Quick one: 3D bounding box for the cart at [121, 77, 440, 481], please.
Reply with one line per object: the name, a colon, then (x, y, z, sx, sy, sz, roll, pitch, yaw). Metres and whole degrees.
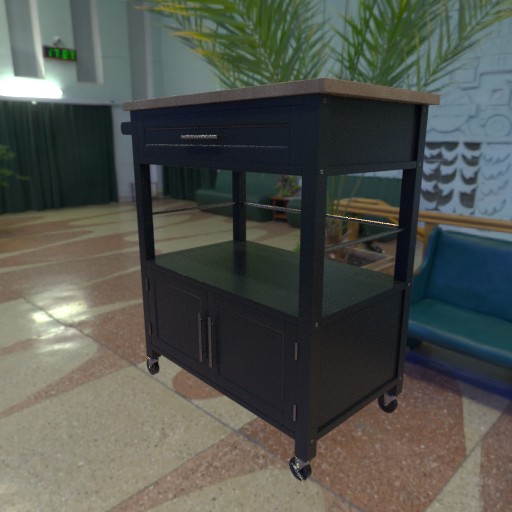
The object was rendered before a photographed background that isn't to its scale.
cart: (0.000, 0.000, 1.350, 0.459, 0.901, 0.840, -13, 20, -42)
